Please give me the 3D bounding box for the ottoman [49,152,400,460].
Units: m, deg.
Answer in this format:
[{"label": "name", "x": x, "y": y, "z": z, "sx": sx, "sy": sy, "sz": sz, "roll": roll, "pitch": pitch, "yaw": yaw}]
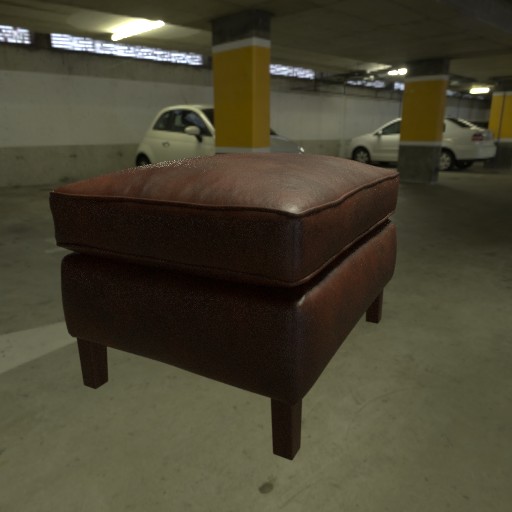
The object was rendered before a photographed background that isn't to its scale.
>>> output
[{"label": "ottoman", "x": 0.000, "y": 0.000, "z": 0.954, "sx": 0.501, "sy": 0.432, "sz": 0.665, "roll": 8, "pitch": 18, "yaw": 27}]
